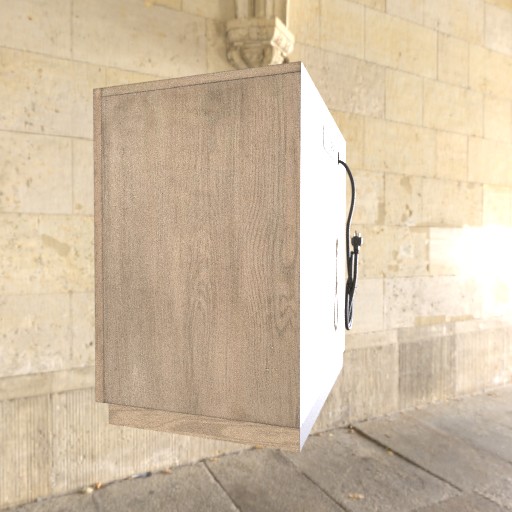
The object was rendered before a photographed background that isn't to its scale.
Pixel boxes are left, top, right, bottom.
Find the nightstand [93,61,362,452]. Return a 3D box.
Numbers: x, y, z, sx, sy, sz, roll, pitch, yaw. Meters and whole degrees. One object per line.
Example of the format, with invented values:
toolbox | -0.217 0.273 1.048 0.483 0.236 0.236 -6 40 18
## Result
nightstand | 0.000 0.000 1.100 0.483 0.673 0.612 0 1 18
